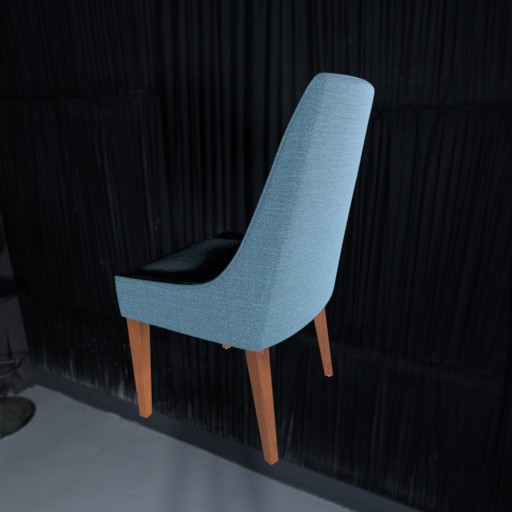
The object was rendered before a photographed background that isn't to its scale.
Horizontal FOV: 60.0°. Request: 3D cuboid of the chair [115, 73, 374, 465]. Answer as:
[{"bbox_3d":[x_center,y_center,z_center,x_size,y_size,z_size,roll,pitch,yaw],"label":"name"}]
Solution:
[{"bbox_3d":[0.000,0.000,1.182,0.544,0.861,0.529,8,19,26],"label":"chair"}]
